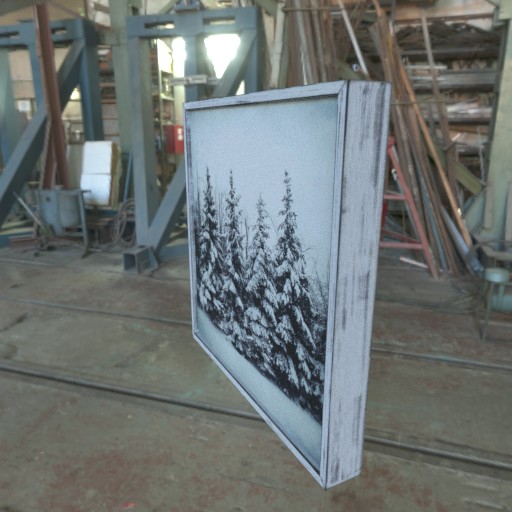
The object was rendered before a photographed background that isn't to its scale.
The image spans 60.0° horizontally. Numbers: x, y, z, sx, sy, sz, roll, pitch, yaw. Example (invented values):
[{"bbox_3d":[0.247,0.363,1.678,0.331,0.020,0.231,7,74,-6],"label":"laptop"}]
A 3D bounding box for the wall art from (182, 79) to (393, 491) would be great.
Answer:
[{"bbox_3d":[0.000,0.000,0.444,0.036,0.303,0.303,-8,18,-27],"label":"wall art"}]
